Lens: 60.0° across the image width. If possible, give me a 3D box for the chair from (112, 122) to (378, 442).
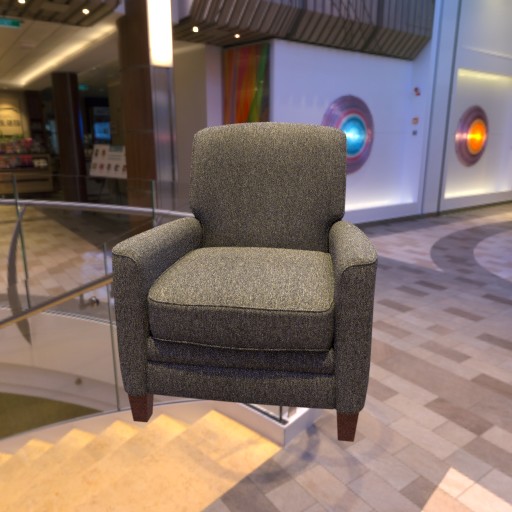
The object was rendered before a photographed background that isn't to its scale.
[{"bbox_3d":[0.000,0.000,1.700,0.848,1.014,0.864,2,15,8],"label":"chair"}]
